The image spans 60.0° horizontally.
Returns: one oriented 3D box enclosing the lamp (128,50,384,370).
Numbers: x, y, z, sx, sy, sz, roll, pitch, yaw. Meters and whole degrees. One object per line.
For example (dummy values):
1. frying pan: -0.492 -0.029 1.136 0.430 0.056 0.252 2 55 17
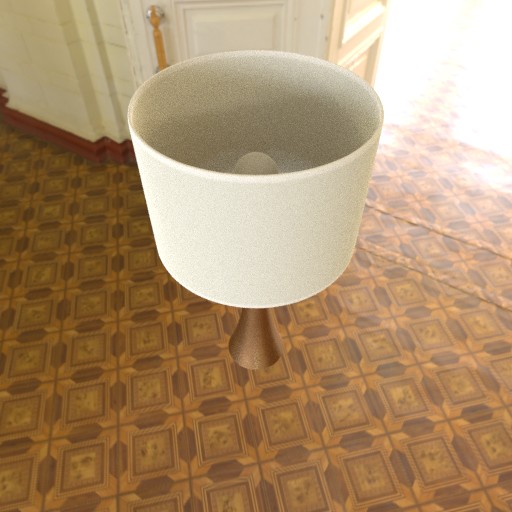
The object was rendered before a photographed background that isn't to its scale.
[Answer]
1. lamp: 0.000 0.000 0.644 0.268 0.479 0.268 -9 47 -9
